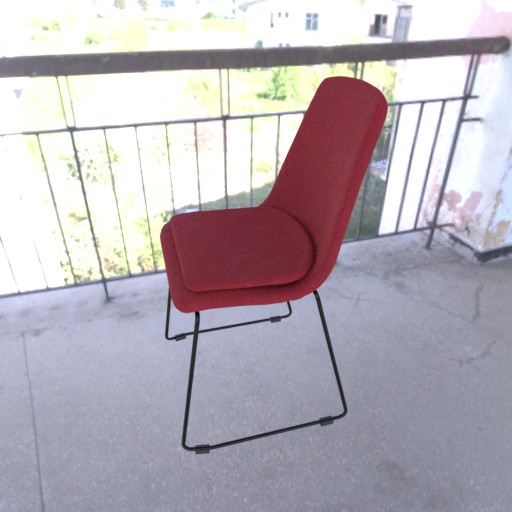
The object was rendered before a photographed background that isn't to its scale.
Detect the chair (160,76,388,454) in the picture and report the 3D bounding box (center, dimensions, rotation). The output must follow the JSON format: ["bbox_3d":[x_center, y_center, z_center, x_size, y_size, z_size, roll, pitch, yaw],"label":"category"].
[{"bbox_3d":[0.000,0.000,1.173,0.518,0.858,0.479,-8,32,-13],"label":"chair"}]
